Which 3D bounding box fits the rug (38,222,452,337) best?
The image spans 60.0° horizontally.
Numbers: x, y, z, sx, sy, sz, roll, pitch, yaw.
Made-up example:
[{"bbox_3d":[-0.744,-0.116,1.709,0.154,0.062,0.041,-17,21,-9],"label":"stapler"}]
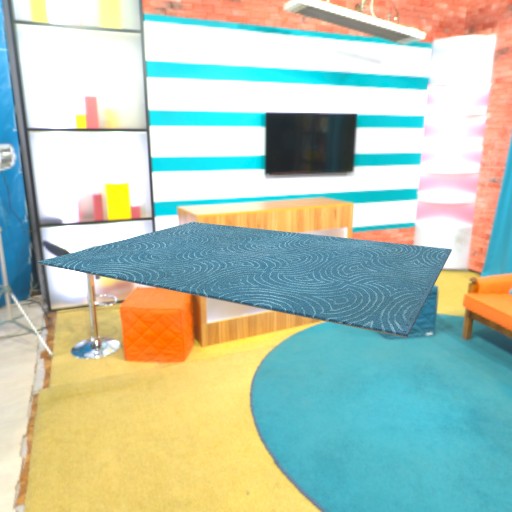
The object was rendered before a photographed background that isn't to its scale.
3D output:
[{"bbox_3d":[0.000,0.000,2.813,2.144,0.015,1.543,8,17,28],"label":"rug"}]
